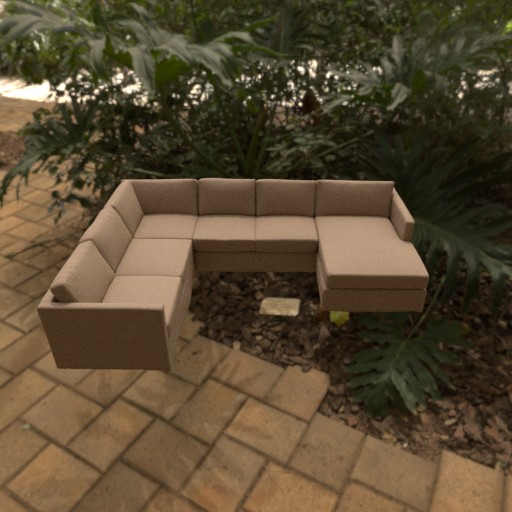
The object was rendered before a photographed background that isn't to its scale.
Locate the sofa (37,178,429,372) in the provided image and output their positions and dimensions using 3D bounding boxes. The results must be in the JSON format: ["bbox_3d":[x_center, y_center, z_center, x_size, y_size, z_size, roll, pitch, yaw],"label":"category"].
[{"bbox_3d":[0.000,0.000,4.639,3.460,0.882,2.427,0,32,1],"label":"sofa"}]
